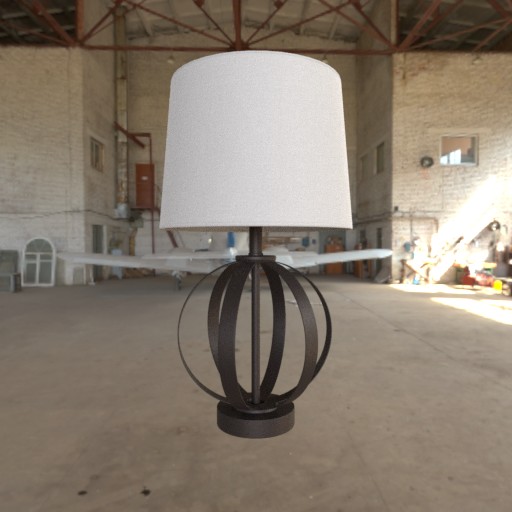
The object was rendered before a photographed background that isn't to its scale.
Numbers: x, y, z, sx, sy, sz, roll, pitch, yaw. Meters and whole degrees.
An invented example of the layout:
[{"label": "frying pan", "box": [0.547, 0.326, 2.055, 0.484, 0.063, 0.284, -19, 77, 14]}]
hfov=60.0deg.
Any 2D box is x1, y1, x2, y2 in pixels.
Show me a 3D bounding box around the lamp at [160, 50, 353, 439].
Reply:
[{"label": "lamp", "box": [0.000, 0.000, 0.675, 0.286, 0.510, 0.286, 0, 2, 0]}]
